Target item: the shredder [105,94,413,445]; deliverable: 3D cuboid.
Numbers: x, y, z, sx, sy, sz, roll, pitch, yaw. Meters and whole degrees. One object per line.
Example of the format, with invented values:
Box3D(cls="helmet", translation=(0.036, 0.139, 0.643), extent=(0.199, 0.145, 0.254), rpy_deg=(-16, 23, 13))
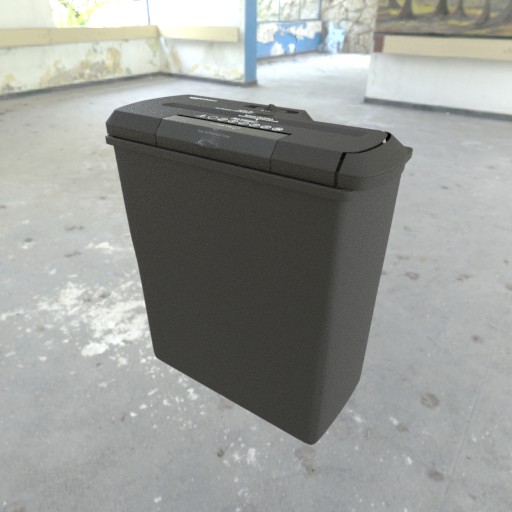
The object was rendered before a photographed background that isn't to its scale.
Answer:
Box3D(cls="shredder", translation=(0.000, 0.000, 0.524), extent=(0.320, 0.335, 0.170), rpy_deg=(19, 35, 30))
